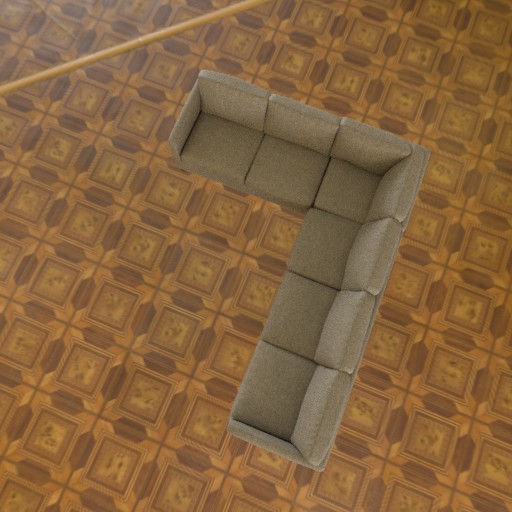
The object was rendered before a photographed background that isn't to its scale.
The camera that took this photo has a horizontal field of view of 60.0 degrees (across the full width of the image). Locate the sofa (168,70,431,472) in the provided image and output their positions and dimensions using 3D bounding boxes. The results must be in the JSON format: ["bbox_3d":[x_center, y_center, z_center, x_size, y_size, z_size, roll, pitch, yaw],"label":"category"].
[{"bbox_3d":[0.000,0.000,4.494,2.593,0.947,3.302,21,77,5],"label":"sofa"}]
